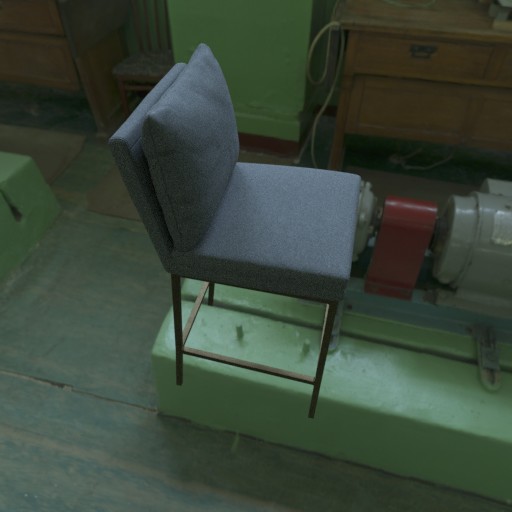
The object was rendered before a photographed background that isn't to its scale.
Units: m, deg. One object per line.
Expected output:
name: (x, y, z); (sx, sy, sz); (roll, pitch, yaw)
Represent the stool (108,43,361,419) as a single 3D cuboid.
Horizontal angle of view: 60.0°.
stool: (0.000, 0.000, 1.408); (0.569, 1.130, 0.463); (10, 46, 9)
